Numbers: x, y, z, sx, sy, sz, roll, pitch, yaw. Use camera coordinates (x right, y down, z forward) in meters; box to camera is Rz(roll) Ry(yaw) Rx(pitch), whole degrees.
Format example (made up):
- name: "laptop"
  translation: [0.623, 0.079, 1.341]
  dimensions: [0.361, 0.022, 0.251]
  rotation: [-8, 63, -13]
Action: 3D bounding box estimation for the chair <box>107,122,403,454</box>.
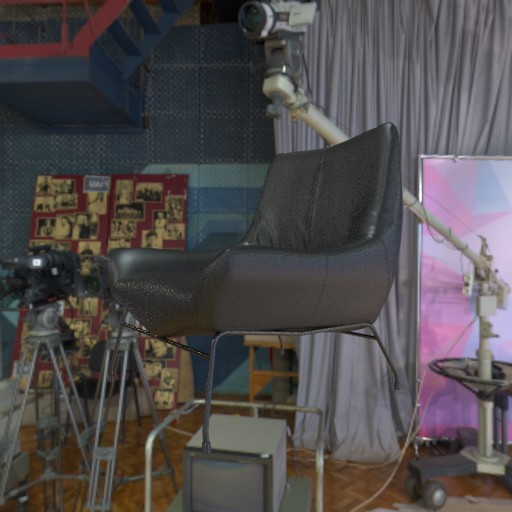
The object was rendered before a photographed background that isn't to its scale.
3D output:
- name: "chair"
  translation: [0.000, 0.000, 1.574]
  dimensions: [0.826, 0.922, 0.836]
  rotation: [0, 1, -36]
